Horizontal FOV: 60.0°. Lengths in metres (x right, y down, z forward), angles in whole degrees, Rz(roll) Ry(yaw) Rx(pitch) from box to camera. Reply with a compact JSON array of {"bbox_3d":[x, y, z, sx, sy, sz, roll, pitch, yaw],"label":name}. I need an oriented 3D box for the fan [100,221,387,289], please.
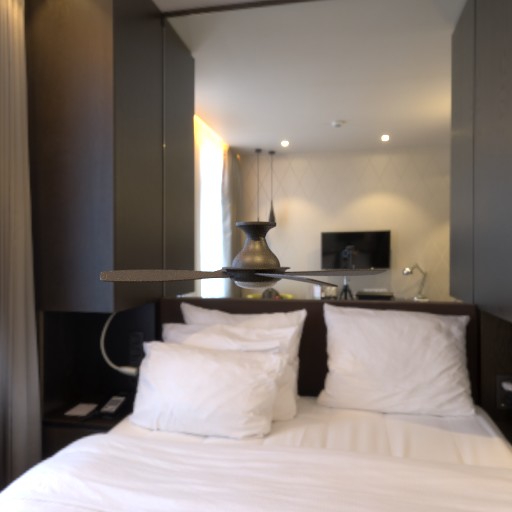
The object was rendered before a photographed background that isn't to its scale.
[{"bbox_3d":[0.000,0.000,2.553,1.694,0.382,1.694,0,0,-19],"label":"fan"}]
